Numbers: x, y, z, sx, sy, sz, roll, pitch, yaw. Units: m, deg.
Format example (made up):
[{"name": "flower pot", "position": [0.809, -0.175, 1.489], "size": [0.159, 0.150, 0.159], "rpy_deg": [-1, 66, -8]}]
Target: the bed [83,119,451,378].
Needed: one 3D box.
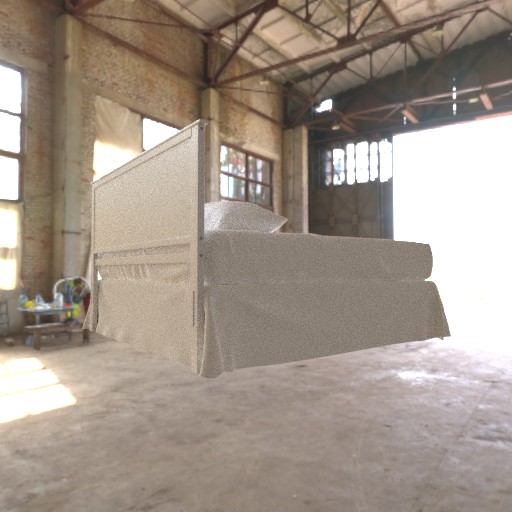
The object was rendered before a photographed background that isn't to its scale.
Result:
[{"name": "bed", "position": [0.000, 0.000, 3.642], "size": [2.215, 1.273, 2.317], "rpy_deg": [1, -2, -35]}]
